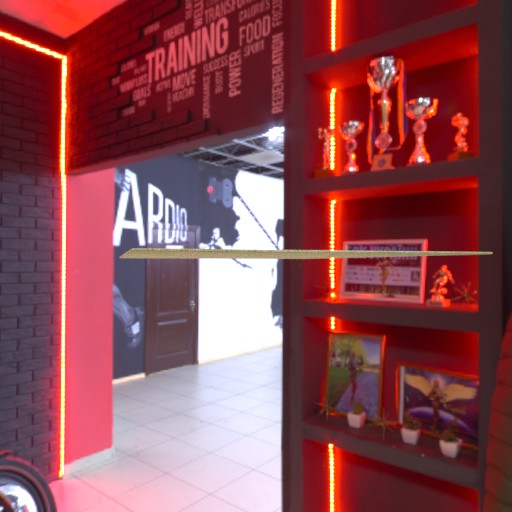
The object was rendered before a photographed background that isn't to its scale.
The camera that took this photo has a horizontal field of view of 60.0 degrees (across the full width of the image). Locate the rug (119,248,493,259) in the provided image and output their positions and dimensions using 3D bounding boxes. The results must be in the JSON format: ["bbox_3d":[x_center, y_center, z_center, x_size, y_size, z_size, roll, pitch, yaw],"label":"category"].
[{"bbox_3d":[0.000,0.000,4.223,2.425,0.016,3.198,0,-1,-18],"label":"rug"}]
